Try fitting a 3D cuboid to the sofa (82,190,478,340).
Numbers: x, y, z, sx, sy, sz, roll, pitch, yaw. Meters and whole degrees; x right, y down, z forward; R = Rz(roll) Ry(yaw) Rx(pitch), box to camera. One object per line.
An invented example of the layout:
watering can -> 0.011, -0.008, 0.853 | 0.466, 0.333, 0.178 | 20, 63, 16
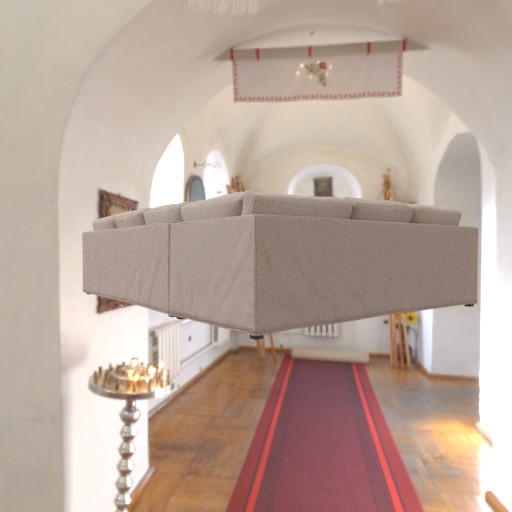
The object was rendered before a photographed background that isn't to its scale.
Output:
sofa -> 0.000, 0.000, 4.358 | 2.432, 0.871, 3.182 | -1, 1, -37
